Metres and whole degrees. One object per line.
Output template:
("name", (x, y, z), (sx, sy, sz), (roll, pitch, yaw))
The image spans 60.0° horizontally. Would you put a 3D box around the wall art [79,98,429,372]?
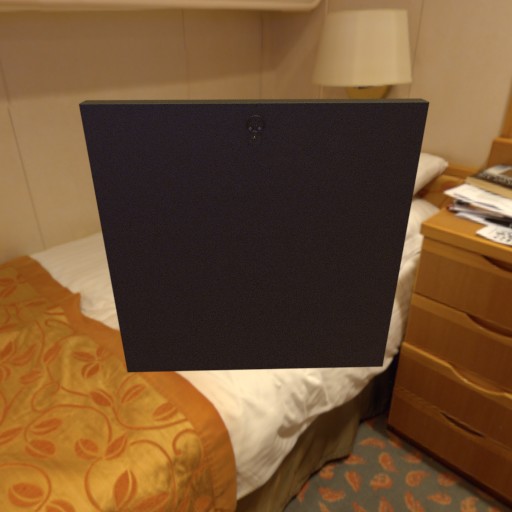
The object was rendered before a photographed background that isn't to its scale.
("wall art", (0.000, 0.000, 0.526), (0.349, 0.349, 0.038), (-1, 28, -2))
